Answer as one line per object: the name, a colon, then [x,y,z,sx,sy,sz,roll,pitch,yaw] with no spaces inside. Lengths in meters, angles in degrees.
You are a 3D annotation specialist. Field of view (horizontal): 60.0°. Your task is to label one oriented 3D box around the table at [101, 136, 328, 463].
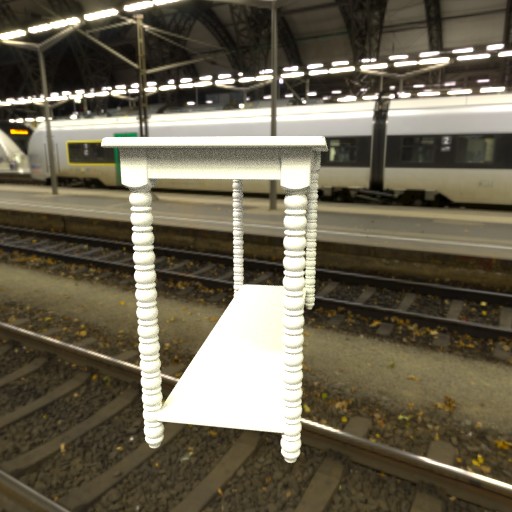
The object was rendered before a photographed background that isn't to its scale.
table: [0.000,0.000,1.509,0.459,0.740,1.184,2,13,9]
